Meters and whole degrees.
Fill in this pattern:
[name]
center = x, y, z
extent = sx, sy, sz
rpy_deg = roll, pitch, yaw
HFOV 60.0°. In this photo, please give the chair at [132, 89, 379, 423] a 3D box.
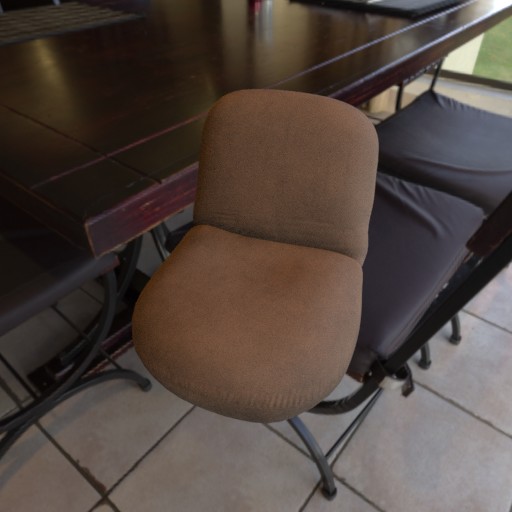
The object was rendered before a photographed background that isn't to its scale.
[chair]
center = 0.000, 0.000, 1.019
extent = 0.521, 0.594, 0.597
rpy_deg = 13, 41, 15
